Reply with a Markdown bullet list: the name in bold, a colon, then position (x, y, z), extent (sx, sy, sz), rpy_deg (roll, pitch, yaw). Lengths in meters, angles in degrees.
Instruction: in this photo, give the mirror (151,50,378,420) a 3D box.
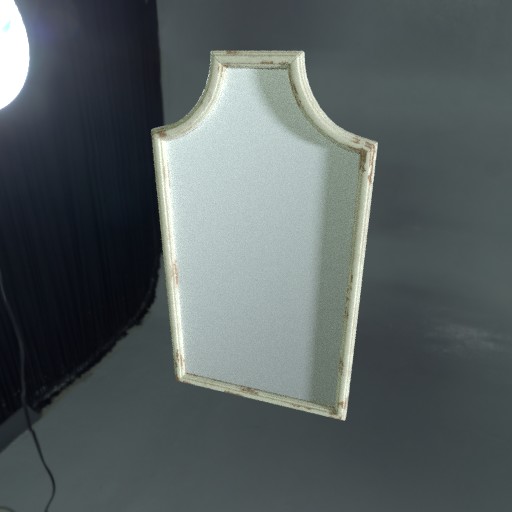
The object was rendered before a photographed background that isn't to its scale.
- **mirror**: position (0.000, 0.000, 0.854), extent (0.403, 0.717, 0.022), rpy_deg (8, 27, 16)
